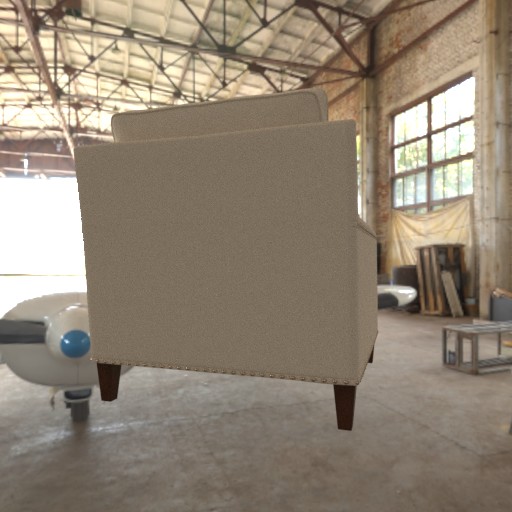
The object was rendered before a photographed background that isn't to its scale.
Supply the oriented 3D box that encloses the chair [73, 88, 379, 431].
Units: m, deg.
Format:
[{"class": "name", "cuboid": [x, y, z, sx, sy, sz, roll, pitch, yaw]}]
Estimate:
[{"class": "chair", "cuboid": [0.000, 0.000, 1.685, 0.853, 0.943, 1.014, 0, 0, 19]}]
